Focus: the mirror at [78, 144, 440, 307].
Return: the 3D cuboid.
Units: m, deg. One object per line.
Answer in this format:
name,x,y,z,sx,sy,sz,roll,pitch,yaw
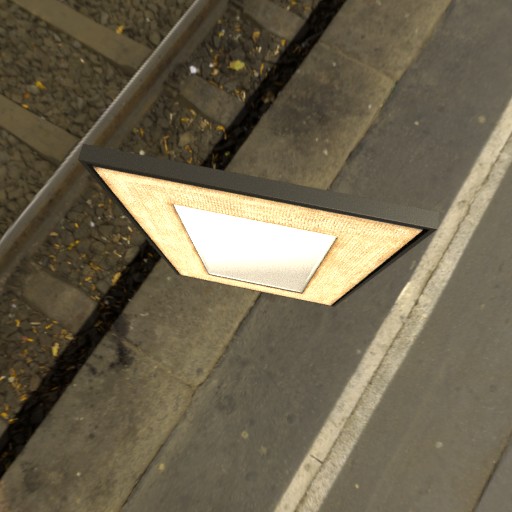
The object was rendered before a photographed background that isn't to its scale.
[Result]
mirror,0.000,0.000,1.515,0.762,1.219,0.038,11,76,3
